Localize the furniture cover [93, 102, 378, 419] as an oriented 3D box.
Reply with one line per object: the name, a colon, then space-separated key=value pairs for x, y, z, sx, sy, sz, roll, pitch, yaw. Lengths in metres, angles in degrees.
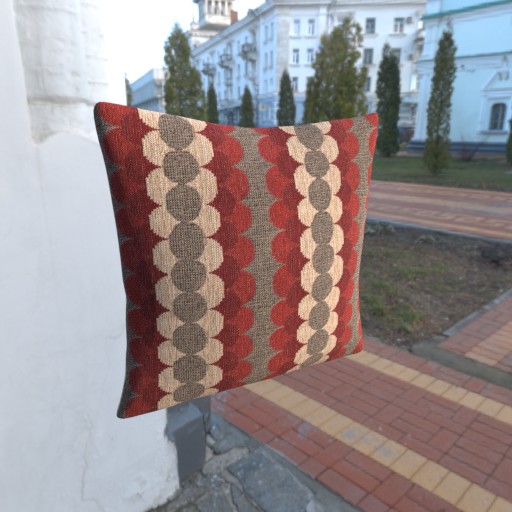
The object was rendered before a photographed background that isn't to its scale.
furniture cover: x=0.000 y=0.000 z=0.655 sx=0.435 sy=0.420 sz=0.145 roll=-8 pitch=18 yaw=-27
